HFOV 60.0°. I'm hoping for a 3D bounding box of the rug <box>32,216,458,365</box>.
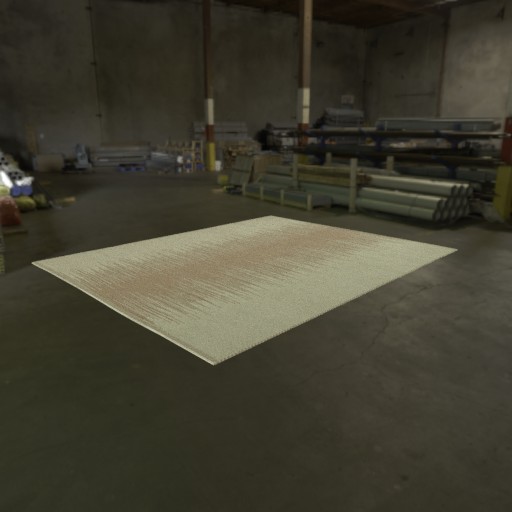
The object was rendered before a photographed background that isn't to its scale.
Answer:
[{"bbox_3d":[0.000,0.000,4.031,2.438,0.013,3.048,15,22,43],"label":"rug"}]
